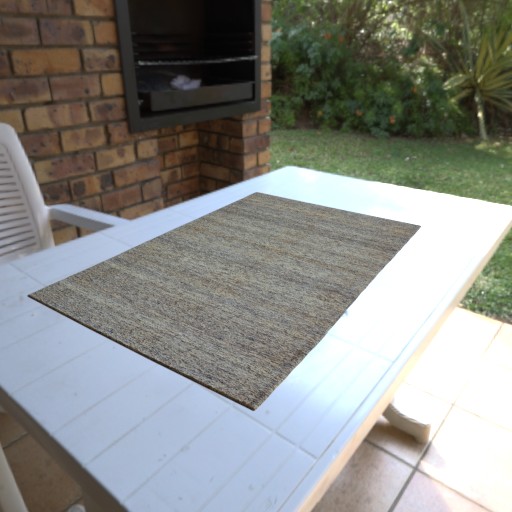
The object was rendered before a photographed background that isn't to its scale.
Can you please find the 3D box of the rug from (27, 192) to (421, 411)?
[{"bbox_3d":[0.000,0.000,2.359,1.243,0.014,1.846,16,30,30],"label":"rug"}]
